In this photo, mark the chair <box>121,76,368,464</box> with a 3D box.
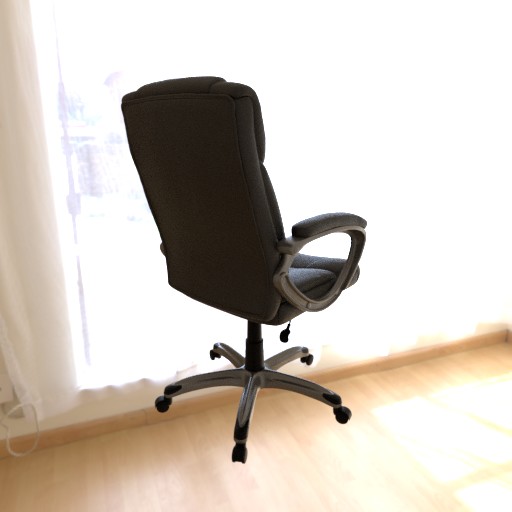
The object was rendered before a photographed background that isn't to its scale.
[{"bbox_3d":[0.000,0.000,1.569,0.721,1.130,0.719,14,21,41],"label":"chair"}]
